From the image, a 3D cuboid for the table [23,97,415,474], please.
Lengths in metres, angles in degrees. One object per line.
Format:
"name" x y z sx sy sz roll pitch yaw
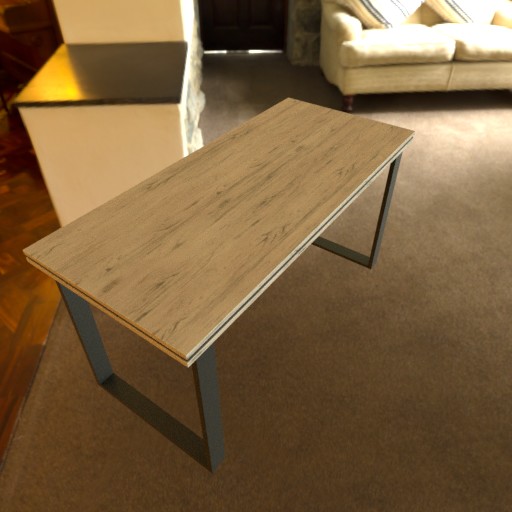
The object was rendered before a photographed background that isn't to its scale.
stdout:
"table" 0.000 0.000 2.262 0.795 0.899 1.778 25 47 26
